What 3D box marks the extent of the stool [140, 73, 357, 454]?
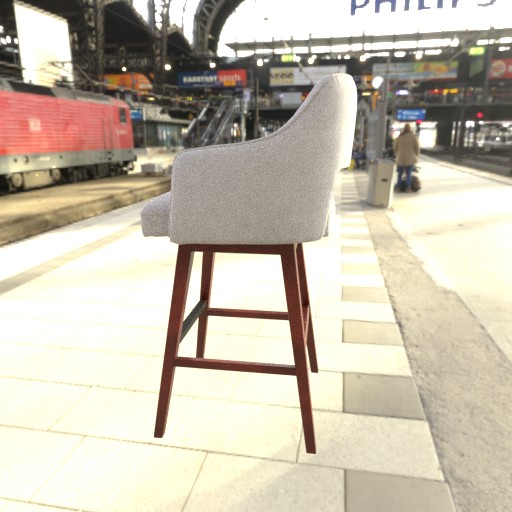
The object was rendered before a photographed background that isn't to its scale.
[{"bbox_3d":[0.000,0.000,1.367,0.558,1.012,0.548,2,15,8],"label":"stool"}]
